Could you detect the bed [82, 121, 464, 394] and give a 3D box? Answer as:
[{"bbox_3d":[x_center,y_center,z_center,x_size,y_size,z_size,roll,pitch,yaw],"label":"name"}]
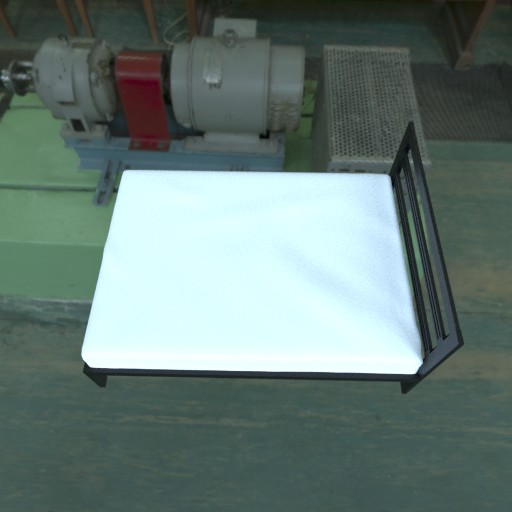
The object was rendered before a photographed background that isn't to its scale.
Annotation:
[{"bbox_3d":[0.000,0.000,2.945,2.062,0.967,1.524,1,59,1],"label":"bed"}]
